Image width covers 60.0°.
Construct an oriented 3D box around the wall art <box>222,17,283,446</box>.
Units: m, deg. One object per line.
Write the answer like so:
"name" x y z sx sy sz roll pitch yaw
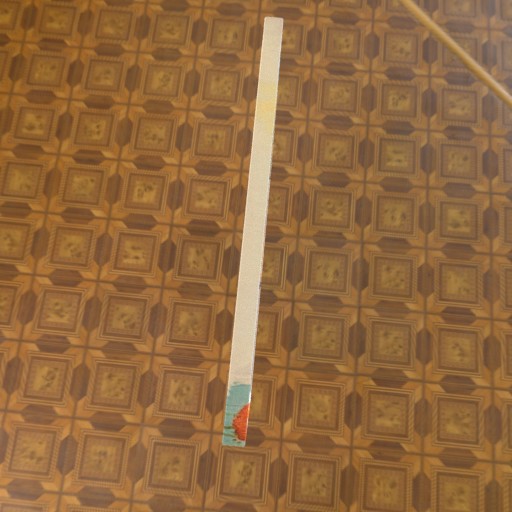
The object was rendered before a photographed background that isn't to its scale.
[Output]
"wall art" 0.000 0.000 1.206 0.037 0.814 0.814 5 78 1
